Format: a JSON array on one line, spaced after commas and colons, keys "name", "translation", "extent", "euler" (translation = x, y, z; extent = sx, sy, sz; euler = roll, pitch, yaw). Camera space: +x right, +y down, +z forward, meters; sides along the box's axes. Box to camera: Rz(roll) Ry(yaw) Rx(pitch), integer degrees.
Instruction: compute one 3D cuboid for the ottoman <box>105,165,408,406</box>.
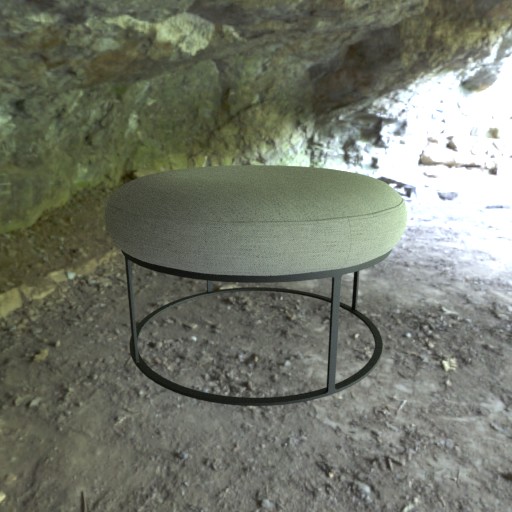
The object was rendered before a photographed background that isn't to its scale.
[{"name": "ottoman", "translation": [0.000, 0.000, 1.220], "extent": [0.769, 0.459, 0.769], "euler": [0, 16, 0]}]
